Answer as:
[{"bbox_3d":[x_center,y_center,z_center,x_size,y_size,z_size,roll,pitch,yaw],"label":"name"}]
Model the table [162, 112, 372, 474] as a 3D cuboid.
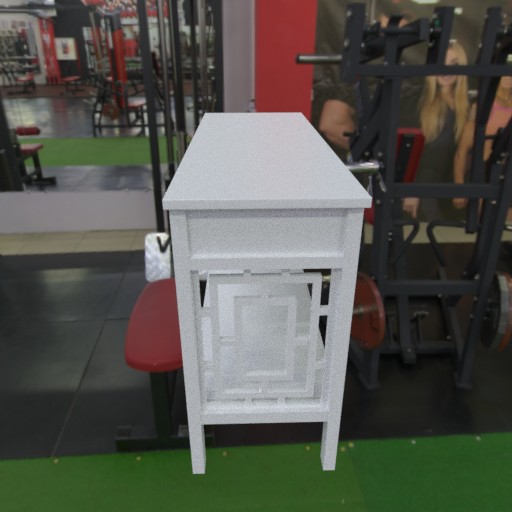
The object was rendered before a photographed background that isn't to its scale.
[{"bbox_3d":[0.000,0.000,1.456,0.397,0.753,1.068,-1,26,-2],"label":"table"}]
